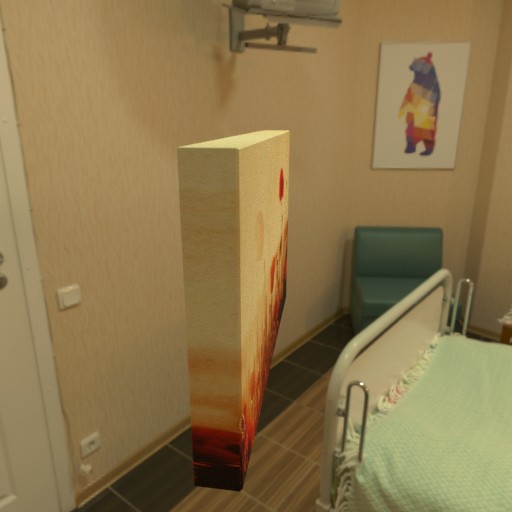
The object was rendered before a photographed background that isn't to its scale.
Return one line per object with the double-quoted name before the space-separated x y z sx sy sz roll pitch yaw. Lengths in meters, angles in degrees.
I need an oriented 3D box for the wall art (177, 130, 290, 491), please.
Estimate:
"wall art" 0.000 0.000 0.477 0.037 0.251 0.383 3 17 8
